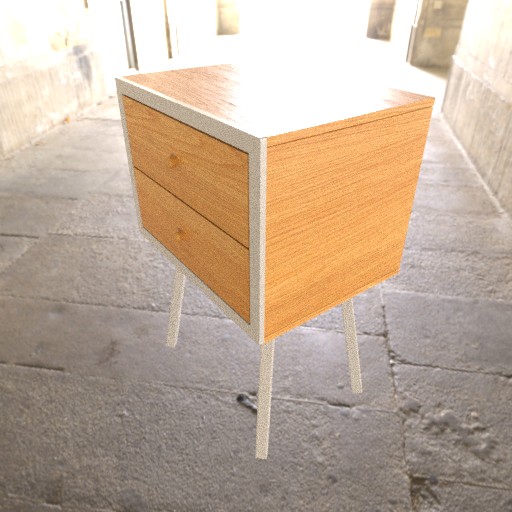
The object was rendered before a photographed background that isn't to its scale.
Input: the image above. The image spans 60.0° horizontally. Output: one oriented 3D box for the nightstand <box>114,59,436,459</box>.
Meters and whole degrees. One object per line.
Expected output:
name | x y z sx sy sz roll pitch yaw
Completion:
nightstand | 0.000 0.000 0.825 0.316 0.601 0.400 -22 38 -30
